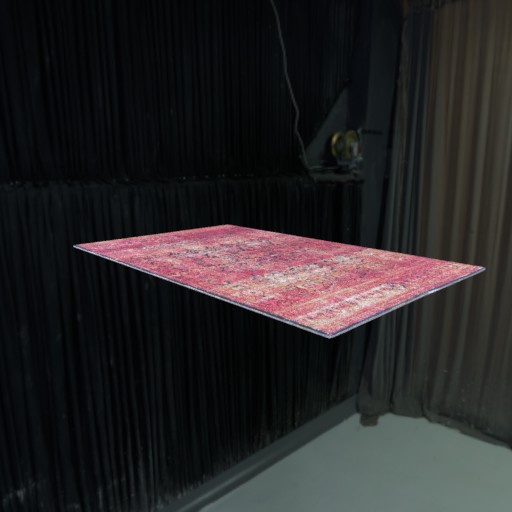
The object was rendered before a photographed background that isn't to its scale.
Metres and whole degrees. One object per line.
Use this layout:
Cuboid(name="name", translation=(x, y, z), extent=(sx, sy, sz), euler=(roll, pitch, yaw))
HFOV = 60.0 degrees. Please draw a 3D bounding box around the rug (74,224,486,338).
Cuboid(name="rug", translation=(0.000, 0.000, 3.042), extent=(1.539, 0.018, 2.449), euler=(-12, 17, -42))
